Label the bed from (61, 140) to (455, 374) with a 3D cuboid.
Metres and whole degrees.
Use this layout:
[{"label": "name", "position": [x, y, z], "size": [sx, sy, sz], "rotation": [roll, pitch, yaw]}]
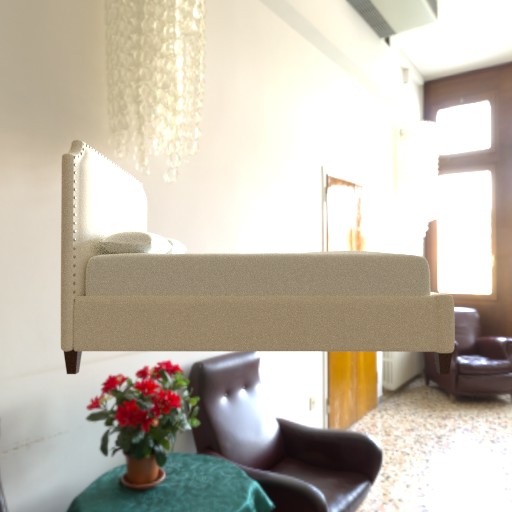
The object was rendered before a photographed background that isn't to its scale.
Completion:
[{"label": "bed", "position": [0.000, 0.000, 3.465], "size": [2.365, 1.443, 1.712], "rotation": [0, -1, 0]}]
